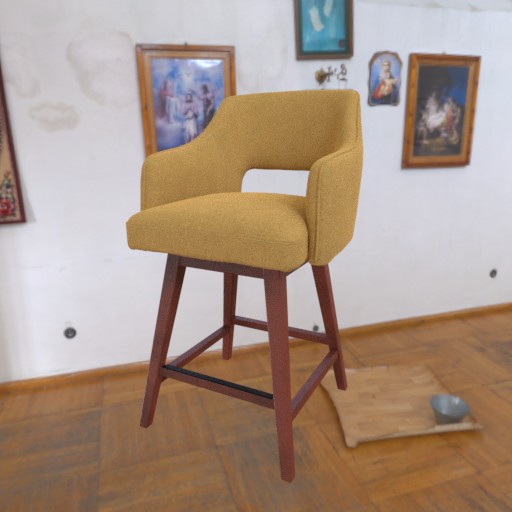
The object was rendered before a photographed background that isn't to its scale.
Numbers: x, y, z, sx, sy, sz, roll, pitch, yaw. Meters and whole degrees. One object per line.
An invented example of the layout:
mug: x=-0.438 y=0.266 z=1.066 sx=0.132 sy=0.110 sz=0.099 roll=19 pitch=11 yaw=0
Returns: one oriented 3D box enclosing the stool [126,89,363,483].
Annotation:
stool: x=0.000 y=0.000 z=1.255 sx=0.548 sy=0.924 sz=0.558 roll=8 pitch=17 yaw=26
